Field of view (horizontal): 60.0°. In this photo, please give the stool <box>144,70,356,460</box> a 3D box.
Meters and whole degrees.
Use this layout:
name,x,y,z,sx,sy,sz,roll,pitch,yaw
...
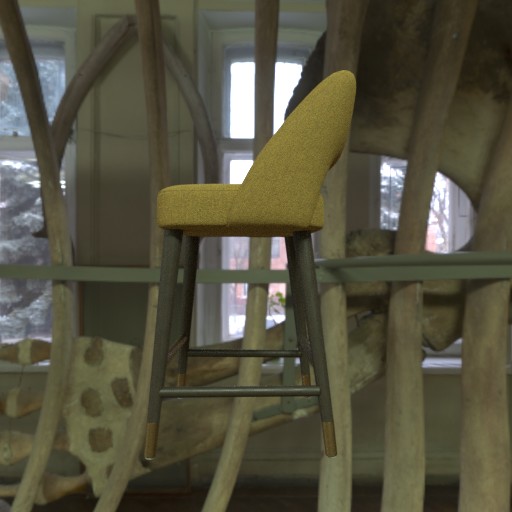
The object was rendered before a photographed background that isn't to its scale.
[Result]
name,x,y,z,sx,sy,sz,roll,pitch,yaw
stool,0.000,0.000,1.247,0.522,0.939,0.536,0,0,-1
